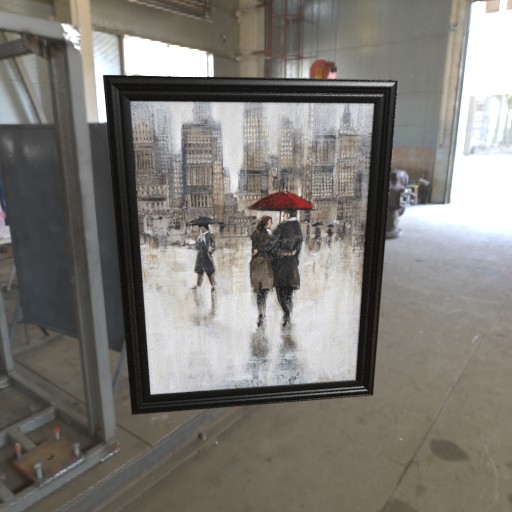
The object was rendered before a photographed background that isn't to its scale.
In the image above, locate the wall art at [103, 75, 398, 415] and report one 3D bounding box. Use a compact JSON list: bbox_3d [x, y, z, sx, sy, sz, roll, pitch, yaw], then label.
[{"bbox_3d":[0.000,0.000,1.592,0.950,1.194,0.053,-2,16,-7],"label":"wall art"}]
